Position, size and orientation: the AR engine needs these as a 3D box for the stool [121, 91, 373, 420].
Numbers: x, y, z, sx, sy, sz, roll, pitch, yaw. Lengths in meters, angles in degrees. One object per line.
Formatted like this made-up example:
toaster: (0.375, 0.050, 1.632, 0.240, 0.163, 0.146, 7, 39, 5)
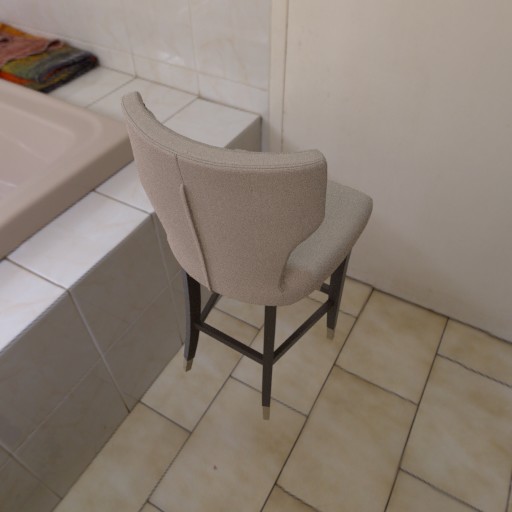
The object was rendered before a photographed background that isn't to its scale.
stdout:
stool: (0.000, 0.000, 1.389, 0.526, 1.092, 0.563, 24, 51, 21)
